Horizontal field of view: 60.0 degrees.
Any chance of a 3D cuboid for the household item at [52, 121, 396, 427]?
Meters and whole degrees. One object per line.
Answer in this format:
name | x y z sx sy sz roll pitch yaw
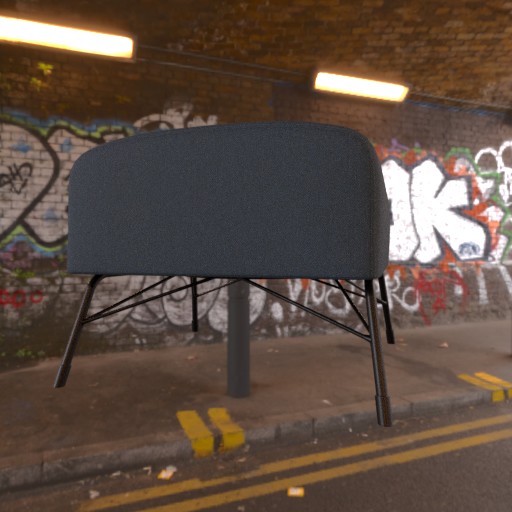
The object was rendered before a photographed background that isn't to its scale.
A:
household item | 0.000 0.000 0.884 0.530 0.420 0.530 0 1 18
